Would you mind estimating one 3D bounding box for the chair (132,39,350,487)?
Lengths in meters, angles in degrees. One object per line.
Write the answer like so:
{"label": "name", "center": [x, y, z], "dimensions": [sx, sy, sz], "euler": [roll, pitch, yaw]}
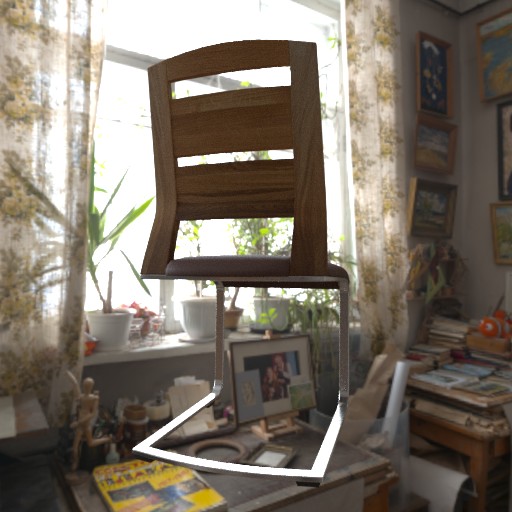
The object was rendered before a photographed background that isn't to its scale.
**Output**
{"label": "chair", "center": [0.000, 0.000, 1.236], "dimensions": [0.460, 0.970, 0.570], "euler": [0, -1, 18]}
